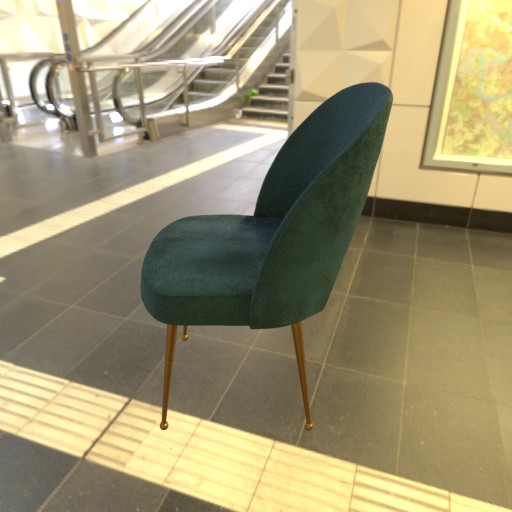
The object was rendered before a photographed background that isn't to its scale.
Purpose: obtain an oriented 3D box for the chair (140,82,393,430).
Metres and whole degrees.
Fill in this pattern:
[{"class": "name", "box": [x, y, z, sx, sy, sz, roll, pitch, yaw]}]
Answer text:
[{"class": "chair", "box": [0.000, 0.000, 1.184, 0.577, 0.860, 0.527, 0, 27, 0]}]
